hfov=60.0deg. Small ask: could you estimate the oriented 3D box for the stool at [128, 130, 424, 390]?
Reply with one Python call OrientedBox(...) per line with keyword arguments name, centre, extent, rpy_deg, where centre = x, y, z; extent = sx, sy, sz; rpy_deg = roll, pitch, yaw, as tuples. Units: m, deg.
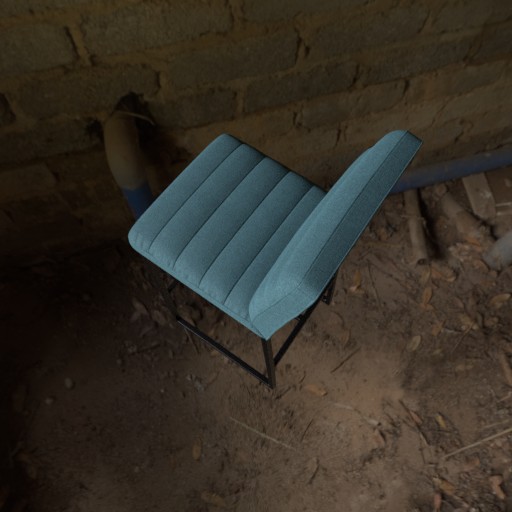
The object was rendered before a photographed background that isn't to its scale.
OrientedBox(name="stool", centre=(0.000, 0.000, 1.368), extent=(0.560, 1.040, 0.460), rpy_deg=(32, 68, 15))
